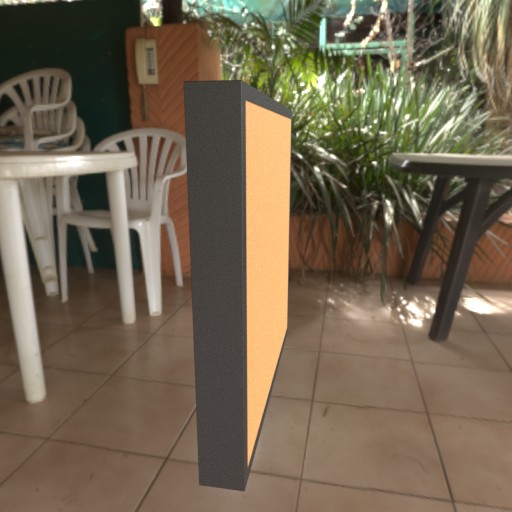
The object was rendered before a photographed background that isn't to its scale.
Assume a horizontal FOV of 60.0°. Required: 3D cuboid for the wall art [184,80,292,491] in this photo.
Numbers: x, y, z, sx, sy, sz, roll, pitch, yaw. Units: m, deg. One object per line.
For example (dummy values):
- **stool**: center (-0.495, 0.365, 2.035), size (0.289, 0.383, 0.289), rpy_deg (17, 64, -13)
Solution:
- **wall art**: center (0.000, 0.000, 0.458), size (0.038, 0.304, 0.304), rpy_deg (3, 15, 10)
